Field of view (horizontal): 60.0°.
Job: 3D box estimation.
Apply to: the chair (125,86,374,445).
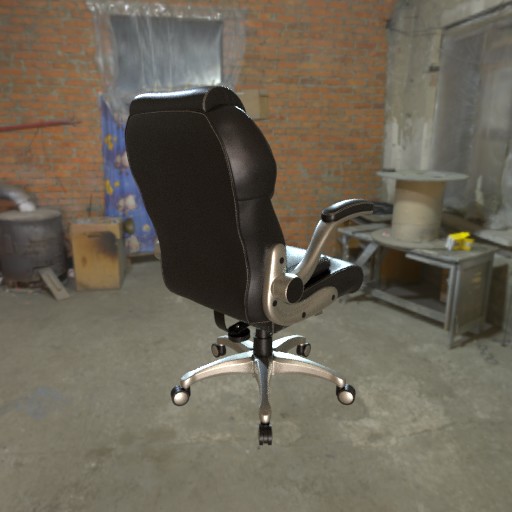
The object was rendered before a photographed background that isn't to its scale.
[{"bbox_3d":[0.000,0.000,1.681,0.724,1.141,0.801,15,21,43],"label":"chair"}]
